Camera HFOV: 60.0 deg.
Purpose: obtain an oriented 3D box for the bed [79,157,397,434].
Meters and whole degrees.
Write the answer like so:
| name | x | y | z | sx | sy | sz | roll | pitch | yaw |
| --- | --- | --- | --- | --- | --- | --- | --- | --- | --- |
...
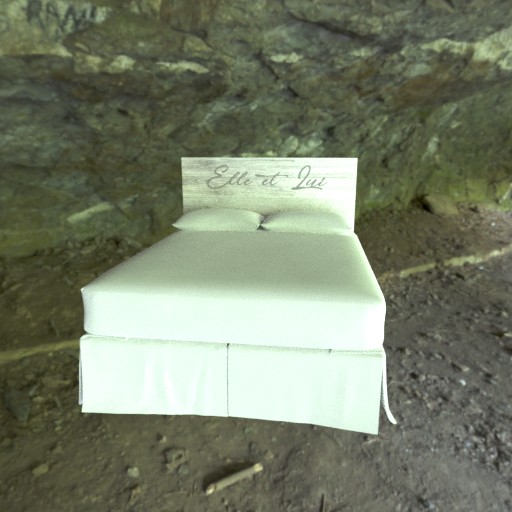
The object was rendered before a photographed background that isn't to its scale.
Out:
| name | x | y | z | sx | sy | sz | roll | pitch | yaw |
| --- | --- | --- | --- | --- | --- | --- | --- | --- | --- |
| bed | 0.000 | 0.000 | 3.170 | 1.745 | 1.335 | 2.094 | 2 | 14 | 8 |
